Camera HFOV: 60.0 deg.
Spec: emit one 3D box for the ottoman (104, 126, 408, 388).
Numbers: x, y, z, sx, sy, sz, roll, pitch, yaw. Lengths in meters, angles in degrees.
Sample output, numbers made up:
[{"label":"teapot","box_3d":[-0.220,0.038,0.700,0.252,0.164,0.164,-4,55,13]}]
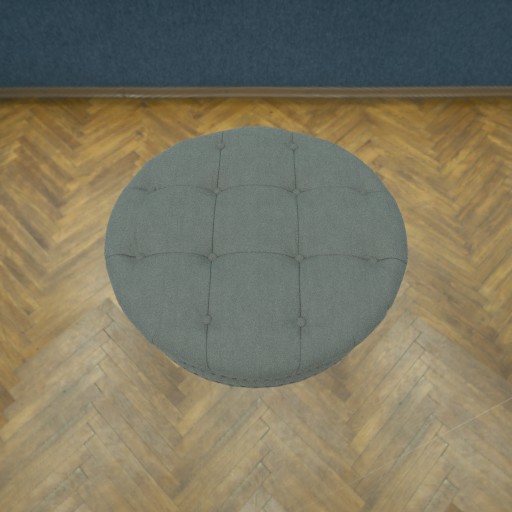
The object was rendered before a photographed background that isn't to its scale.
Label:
[{"label":"ottoman","box_3d":[0.000,0.000,1.464,0.901,0.439,0.901,0,58,0]}]
